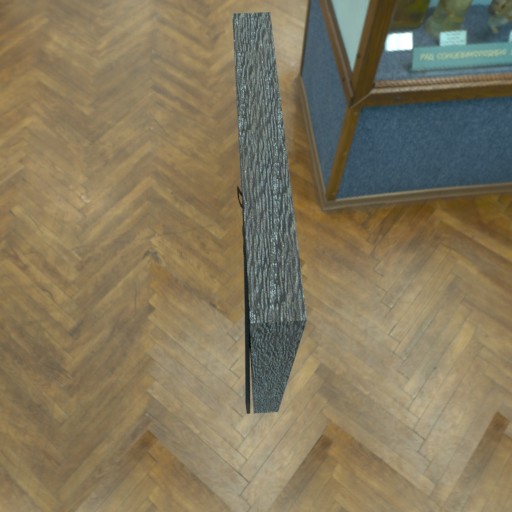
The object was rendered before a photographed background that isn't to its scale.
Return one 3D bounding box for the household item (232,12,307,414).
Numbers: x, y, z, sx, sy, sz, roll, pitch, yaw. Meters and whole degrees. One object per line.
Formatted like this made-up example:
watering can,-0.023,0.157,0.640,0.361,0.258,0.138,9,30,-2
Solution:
household item,0.000,0.000,0.232,0.020,0.180,0.133,-3,63,-2
